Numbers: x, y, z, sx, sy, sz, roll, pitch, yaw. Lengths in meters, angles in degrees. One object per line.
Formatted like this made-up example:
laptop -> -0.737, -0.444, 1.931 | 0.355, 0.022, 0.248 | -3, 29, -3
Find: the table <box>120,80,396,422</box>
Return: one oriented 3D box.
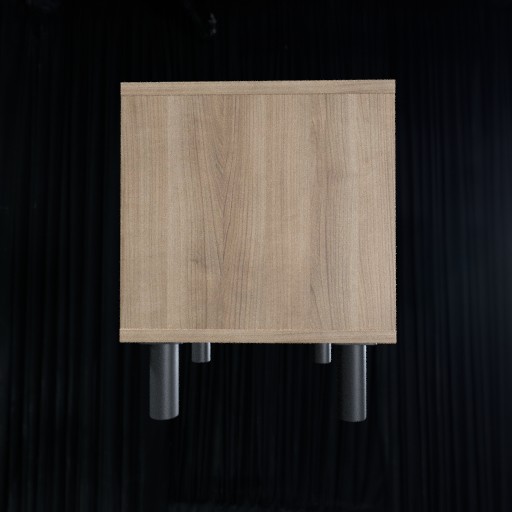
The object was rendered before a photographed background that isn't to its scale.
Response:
table -> 0.000, 0.000, 0.810 | 0.380, 0.460, 0.445 | 0, -1, 2
